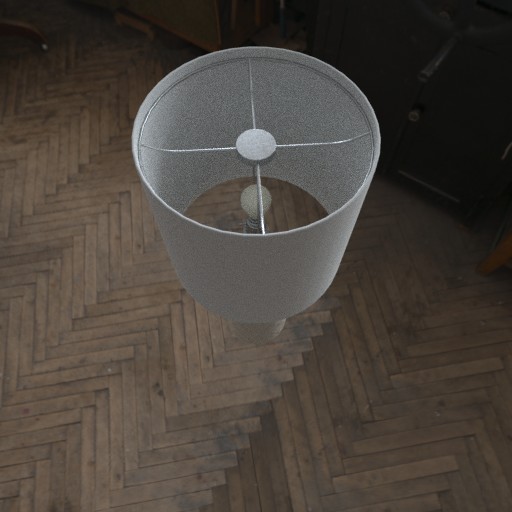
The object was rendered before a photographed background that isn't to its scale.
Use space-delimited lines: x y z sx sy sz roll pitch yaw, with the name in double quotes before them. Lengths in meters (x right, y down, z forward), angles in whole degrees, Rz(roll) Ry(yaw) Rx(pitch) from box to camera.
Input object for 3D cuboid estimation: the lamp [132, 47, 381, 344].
"lamp" 0.000 0.000 0.574 0.207 0.461 0.207 -3 63 -2
